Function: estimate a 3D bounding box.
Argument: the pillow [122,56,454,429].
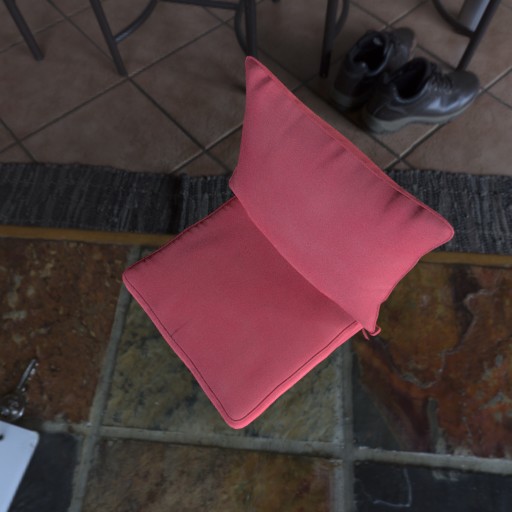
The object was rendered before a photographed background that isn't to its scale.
[{"bbox_3d":[0.000,0.000,1.386,0.733,0.725,0.798,-36,69,-16],"label":"pillow"}]
